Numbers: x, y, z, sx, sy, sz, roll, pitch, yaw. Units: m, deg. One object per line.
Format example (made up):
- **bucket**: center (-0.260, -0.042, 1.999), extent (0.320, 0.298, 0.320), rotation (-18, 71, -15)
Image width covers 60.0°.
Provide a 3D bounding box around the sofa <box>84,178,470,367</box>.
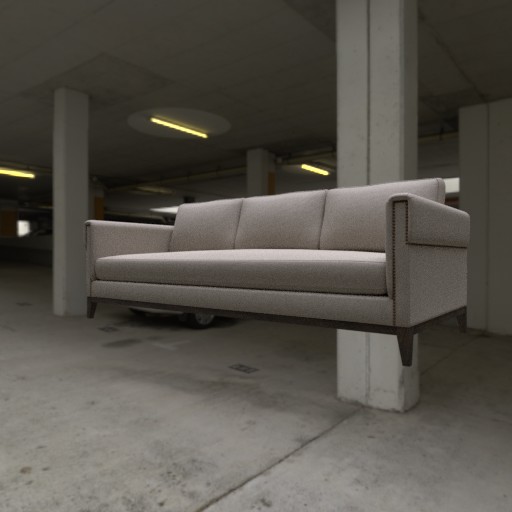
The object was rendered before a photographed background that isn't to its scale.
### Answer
- **sofa**: center (0.000, 0.000, 2.695), extent (2.210, 0.838, 0.959), rotation (0, 0, 37)
